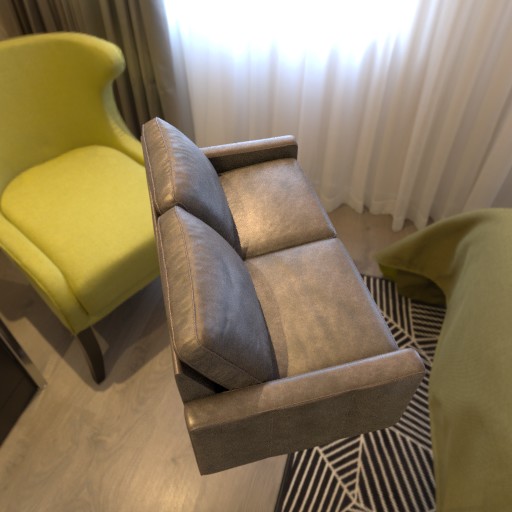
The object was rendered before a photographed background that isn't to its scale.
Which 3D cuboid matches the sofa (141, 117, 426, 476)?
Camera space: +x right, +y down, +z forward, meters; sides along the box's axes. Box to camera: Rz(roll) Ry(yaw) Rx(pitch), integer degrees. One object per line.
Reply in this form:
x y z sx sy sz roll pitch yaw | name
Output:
0.000 0.000 2.265 0.939 0.916 1.732 -11 48 -10 | sofa
